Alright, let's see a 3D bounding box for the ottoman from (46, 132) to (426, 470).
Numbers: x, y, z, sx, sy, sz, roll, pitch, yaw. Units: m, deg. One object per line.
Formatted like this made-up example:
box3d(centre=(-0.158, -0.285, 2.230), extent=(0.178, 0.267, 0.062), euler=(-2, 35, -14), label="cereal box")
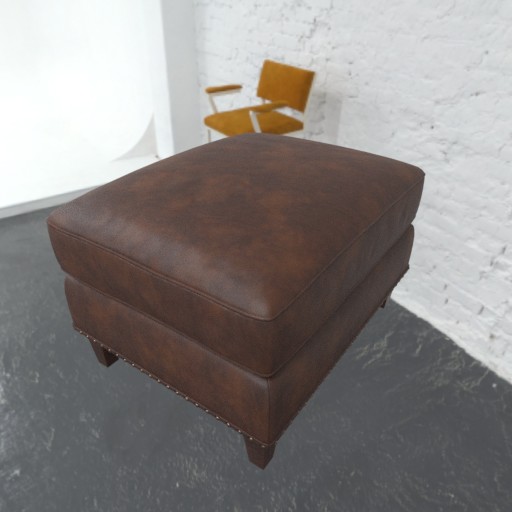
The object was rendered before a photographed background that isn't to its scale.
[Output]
box3d(centre=(0.000, 0.000, 1.116), extent=(0.586, 0.486, 0.742), euler=(20, 37, 30), label="ottoman")
